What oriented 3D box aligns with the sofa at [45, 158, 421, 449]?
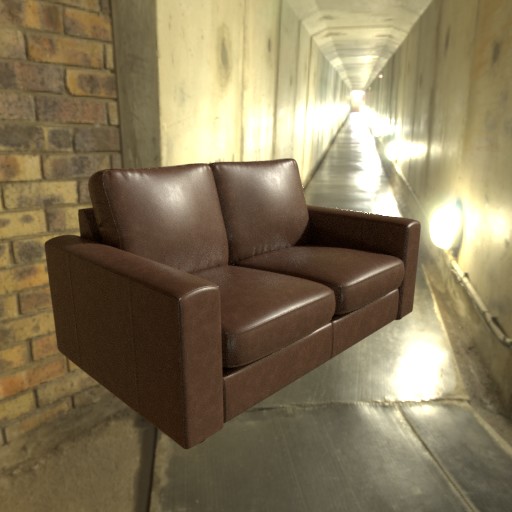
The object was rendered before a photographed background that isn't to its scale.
[{"bbox_3d":[0.000,0.000,2.172,1.016,0.873,1.616,14,21,42],"label":"sofa"}]
